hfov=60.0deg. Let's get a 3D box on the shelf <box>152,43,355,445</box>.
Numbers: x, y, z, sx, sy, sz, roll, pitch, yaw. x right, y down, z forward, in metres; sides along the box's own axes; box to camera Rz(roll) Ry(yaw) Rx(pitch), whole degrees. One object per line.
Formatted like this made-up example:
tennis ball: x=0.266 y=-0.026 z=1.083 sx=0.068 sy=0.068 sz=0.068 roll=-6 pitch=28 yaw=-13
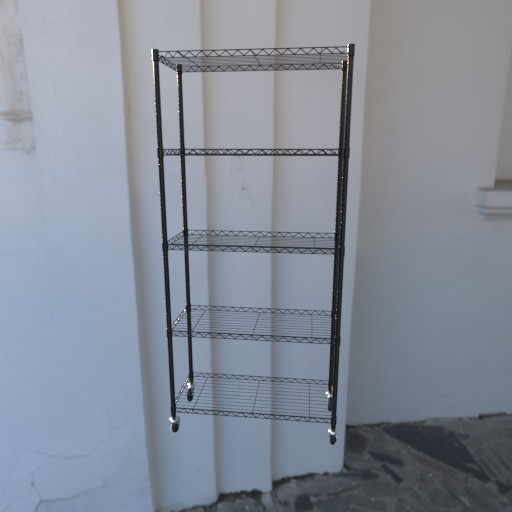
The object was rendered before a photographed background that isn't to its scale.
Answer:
shelf: x=0.000 y=0.000 z=1.962 sx=0.762 sy=1.645 sz=0.356 roll=2 pitch=14 yaw=7
